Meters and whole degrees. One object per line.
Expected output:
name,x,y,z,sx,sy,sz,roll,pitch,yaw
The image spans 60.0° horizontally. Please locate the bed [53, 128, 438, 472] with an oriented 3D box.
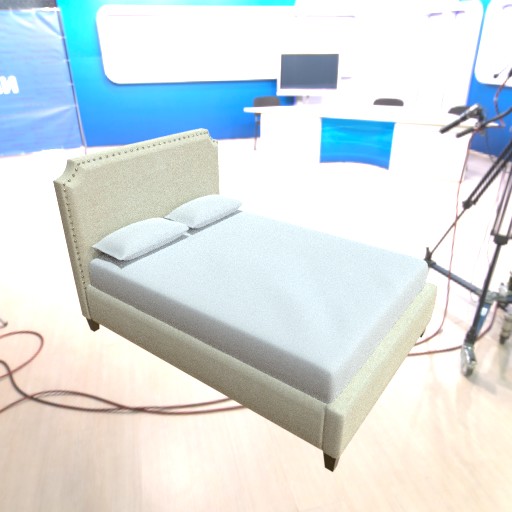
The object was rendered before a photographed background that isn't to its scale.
bed,0.000,0.000,3.435,2.381,1.457,1.713,19,32,32
